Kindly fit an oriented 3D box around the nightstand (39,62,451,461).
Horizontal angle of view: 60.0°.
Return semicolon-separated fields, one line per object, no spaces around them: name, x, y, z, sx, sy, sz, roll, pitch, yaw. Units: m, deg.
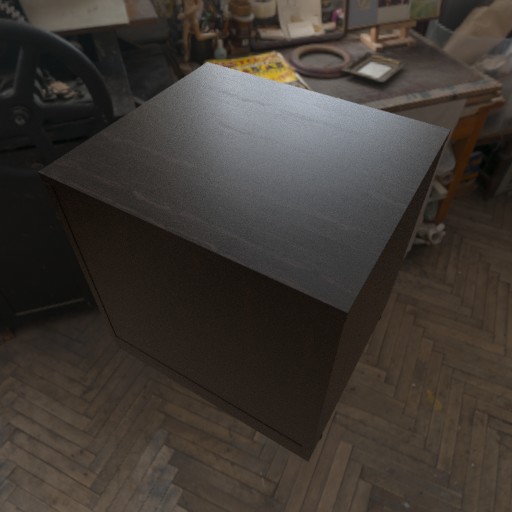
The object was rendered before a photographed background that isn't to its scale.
nightstand;0.000;0.000;0.866;0.489;0.487;0.427;24;52;20
